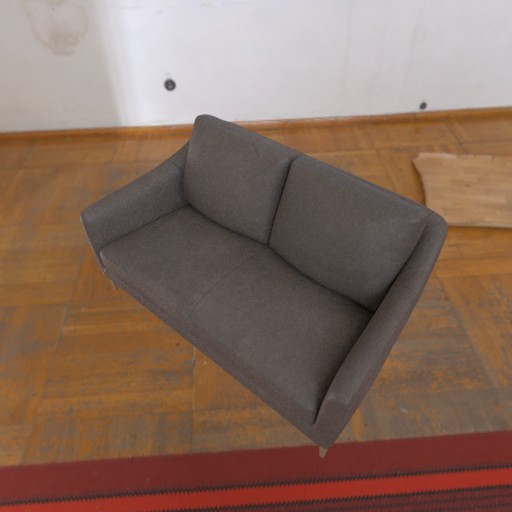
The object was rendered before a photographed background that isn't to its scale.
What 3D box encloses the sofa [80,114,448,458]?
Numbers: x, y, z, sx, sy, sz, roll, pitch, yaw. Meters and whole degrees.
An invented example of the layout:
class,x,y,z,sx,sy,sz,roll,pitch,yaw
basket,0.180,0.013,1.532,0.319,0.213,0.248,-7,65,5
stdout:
class,x,y,z,sx,sy,sz,roll,pitch,yaw
sofa,0.000,0.000,2.231,1.619,0.902,0.960,31,52,28
